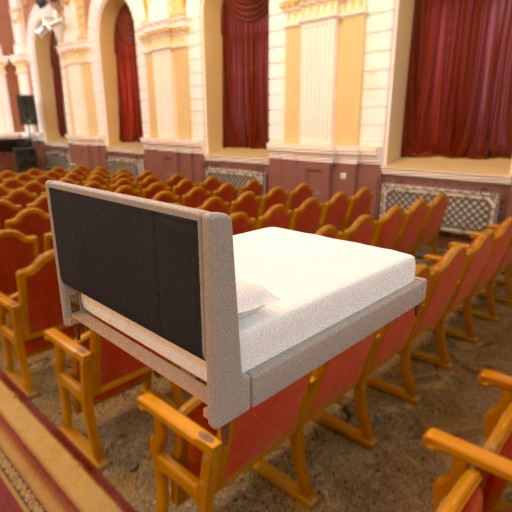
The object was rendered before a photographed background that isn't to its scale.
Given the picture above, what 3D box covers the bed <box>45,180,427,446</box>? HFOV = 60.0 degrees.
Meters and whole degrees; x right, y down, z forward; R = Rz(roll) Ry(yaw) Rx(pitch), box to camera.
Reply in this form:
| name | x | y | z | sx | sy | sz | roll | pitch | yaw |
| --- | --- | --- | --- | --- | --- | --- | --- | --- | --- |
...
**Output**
| name | x | y | z | sx | sy | sz | roll | pitch | yaw |
| --- | --- | --- | --- | --- | --- | --- | --- | --- | --- |
| bed | 0.000 | 0.000 | 3.233 | 1.656 | 1.147 | 2.232 | 15 | 22 | 42 |
